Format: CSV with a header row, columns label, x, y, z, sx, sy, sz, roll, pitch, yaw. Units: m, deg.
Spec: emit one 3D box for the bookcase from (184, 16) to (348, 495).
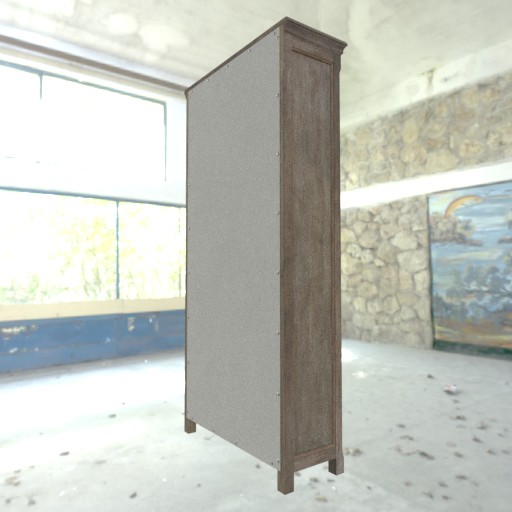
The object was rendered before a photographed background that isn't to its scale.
label,x,y,z,sx,sy,sz,roll,pitch,yaw
bookcase,0.000,0.000,2.189,0.348,1.880,0.906,2,-3,-36
